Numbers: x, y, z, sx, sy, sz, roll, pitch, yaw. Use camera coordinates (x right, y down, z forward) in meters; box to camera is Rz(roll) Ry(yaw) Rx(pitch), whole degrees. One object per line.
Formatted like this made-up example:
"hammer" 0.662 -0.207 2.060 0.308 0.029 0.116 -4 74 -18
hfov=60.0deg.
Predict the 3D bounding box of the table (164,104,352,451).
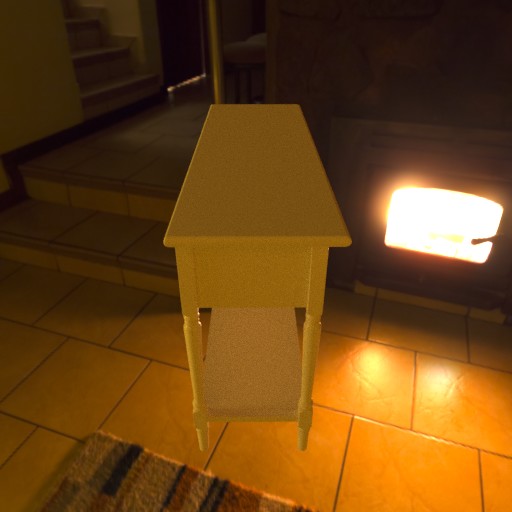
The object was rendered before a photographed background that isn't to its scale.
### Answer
"table" 0.000 0.000 1.622 0.386 0.814 1.191 0 31 0
